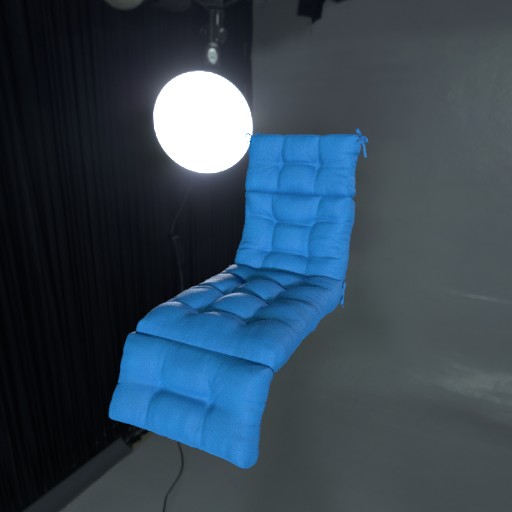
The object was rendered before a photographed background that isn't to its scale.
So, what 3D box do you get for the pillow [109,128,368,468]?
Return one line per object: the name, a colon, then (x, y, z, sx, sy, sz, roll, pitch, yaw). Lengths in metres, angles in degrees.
pillow: (0.000, 0.000, 1.538, 0.526, 0.863, 1.016, 8, 17, 26)
